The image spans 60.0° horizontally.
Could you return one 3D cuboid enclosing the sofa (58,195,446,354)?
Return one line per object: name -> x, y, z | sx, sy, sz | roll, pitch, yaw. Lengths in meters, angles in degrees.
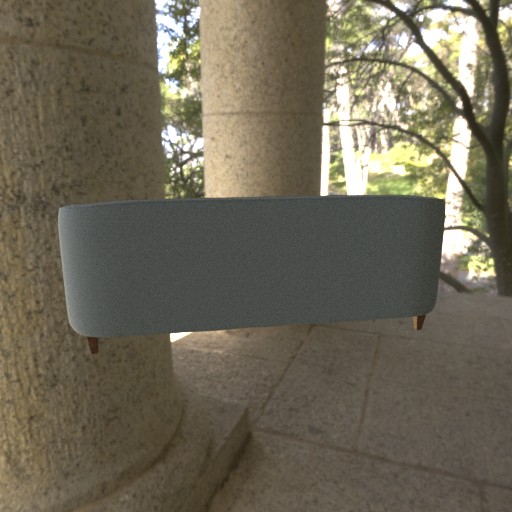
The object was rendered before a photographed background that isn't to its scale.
sofa -> 0.000, 0.000, 2.860 | 2.278, 0.855, 0.941 | -2, 14, -9
